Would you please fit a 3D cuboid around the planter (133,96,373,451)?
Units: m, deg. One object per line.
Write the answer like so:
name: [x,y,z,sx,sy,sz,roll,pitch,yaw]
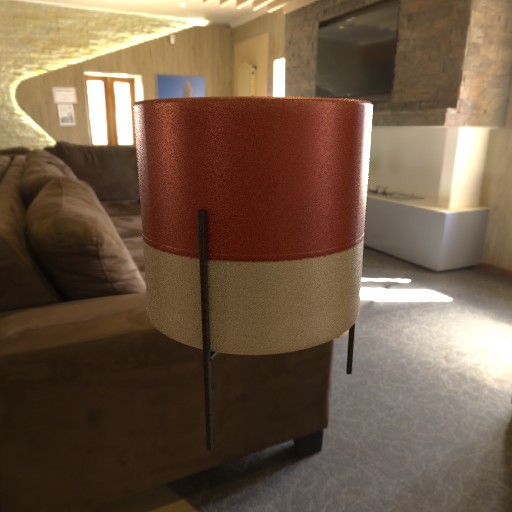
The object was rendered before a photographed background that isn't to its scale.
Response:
planter: [0.000,0.000,0.716,0.354,0.465,0.345,-3,16,-10]
